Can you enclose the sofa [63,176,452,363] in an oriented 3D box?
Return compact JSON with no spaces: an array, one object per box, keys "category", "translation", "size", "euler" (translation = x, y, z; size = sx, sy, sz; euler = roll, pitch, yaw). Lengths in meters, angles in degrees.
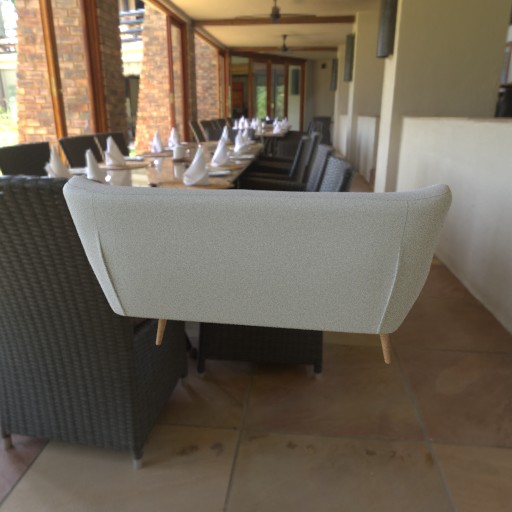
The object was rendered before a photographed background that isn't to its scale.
[{"category":"sofa","translation":[0.000,0.000,2.436],"size":[1.930,0.890,0.899],"euler":[3,18,9]}]
